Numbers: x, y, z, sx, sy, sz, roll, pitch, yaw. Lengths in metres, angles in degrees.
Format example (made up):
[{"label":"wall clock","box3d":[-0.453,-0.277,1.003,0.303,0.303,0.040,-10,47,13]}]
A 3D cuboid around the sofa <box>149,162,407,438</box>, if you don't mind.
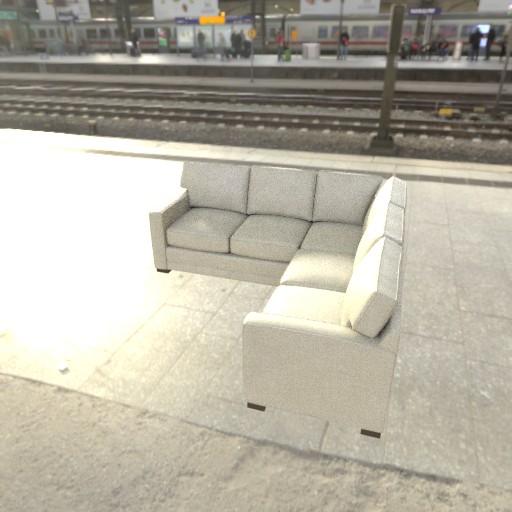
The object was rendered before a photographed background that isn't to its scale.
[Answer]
[{"label":"sofa","box3d":[0.000,0.000,3.474,2.188,0.936,2.211,8,27,15]}]
